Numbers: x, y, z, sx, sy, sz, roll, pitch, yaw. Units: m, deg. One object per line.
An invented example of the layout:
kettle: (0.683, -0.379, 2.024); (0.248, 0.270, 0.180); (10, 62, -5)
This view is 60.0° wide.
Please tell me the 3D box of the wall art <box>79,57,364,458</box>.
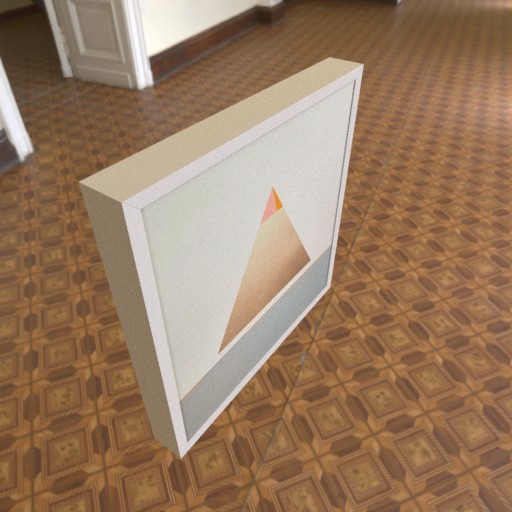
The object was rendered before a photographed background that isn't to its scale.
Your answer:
wall art: (0.000, 0.000, 0.448); (0.038, 0.304, 0.305); (25, 46, 27)
